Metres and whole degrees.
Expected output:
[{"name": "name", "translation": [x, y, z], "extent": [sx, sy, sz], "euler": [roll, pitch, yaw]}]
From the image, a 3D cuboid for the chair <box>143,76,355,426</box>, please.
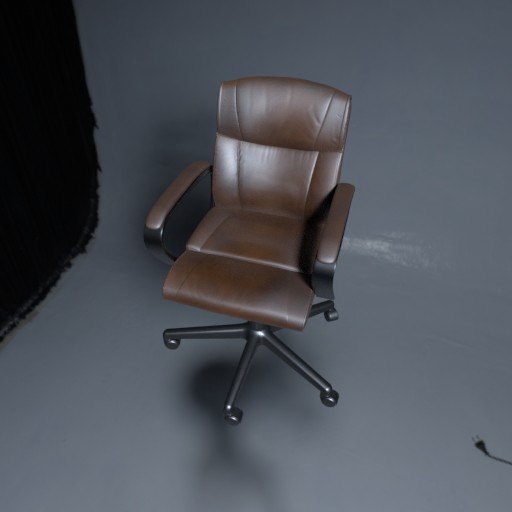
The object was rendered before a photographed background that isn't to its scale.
[{"name": "chair", "translation": [0.000, 0.000, 1.530], "extent": [0.739, 1.004, 0.717], "euler": [12, 41, 14]}]
